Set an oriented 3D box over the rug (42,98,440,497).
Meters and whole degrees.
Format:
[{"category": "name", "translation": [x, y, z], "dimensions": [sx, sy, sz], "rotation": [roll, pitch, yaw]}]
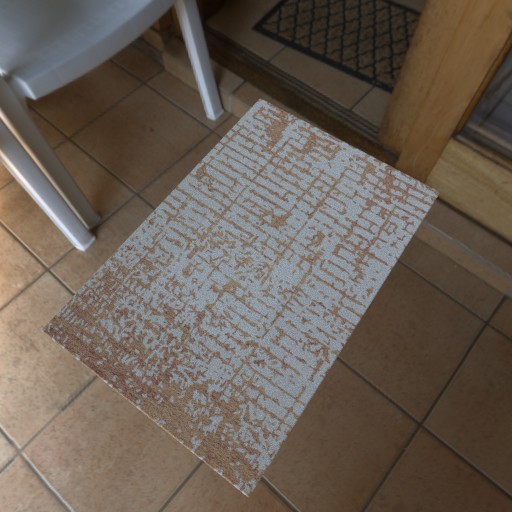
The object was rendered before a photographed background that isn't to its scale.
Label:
[{"category": "rug", "translation": [0.000, 0.000, 2.292], "dimensions": [1.219, 0.011, 1.829], "rotation": [32, 68, 15]}]
